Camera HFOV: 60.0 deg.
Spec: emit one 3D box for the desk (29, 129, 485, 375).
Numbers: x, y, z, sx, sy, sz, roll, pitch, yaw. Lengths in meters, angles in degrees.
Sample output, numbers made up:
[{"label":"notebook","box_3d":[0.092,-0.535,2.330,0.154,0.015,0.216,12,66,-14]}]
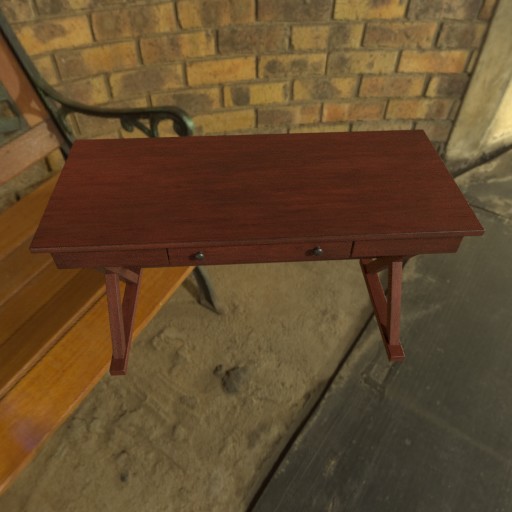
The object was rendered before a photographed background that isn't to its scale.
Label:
[{"label":"desk","box_3d":[0.000,0.000,1.809,1.372,0.761,0.600,-2,46,-2]}]
